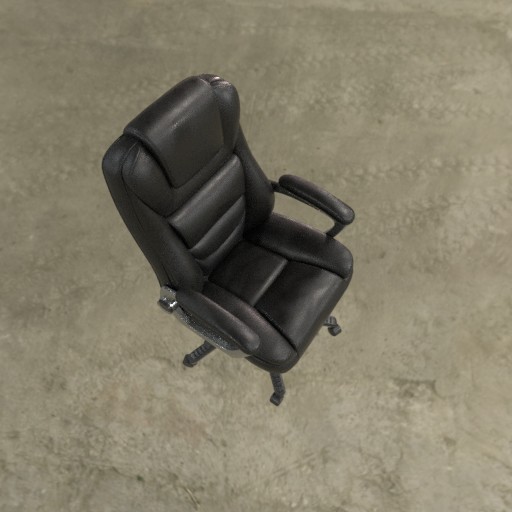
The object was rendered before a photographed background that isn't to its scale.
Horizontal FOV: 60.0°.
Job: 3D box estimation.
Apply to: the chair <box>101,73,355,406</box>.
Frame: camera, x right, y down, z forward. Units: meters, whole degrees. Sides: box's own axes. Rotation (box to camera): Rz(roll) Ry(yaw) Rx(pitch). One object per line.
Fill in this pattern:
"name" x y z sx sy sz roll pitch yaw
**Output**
"chair" 0.000 0.000 1.551 0.689 1.075 0.697 30 62 18
